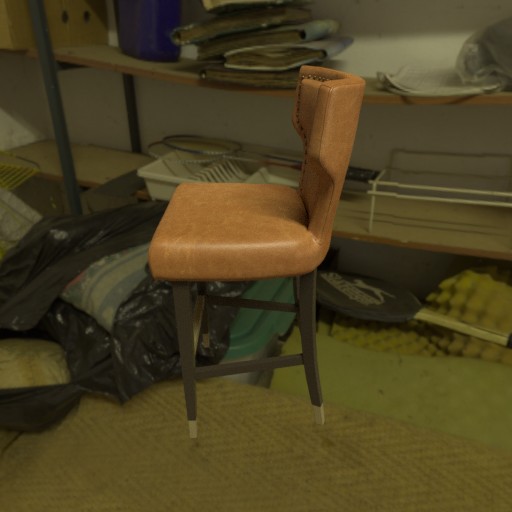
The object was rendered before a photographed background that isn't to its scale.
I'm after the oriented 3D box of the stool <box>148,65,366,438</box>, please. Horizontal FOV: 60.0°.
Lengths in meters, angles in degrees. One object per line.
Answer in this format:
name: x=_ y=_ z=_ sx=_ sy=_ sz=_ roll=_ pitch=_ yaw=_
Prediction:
stool: x=0.000 y=0.000 z=1.418 sx=0.563 sy=1.092 sz=0.526 roll=0 pitch=27 yaw=0
